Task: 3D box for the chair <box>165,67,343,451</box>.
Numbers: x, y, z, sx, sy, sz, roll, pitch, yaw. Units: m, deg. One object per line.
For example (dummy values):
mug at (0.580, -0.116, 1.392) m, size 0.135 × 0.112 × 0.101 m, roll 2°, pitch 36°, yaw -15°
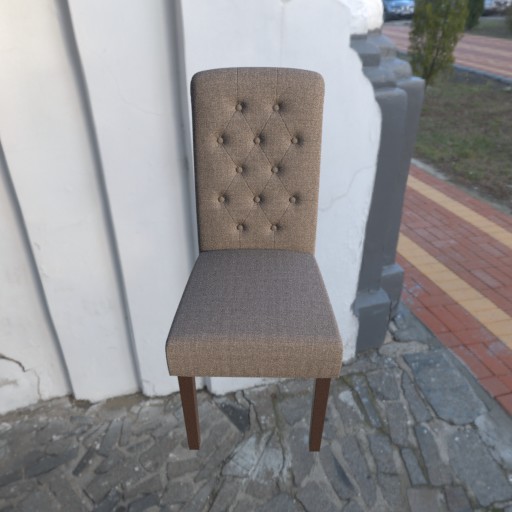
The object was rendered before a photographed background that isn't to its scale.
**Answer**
chair at (0.000, 0.000, 1.371) m, size 0.456 × 1.006 × 0.671 m, roll 0°, pitch 31°, yaw 1°
